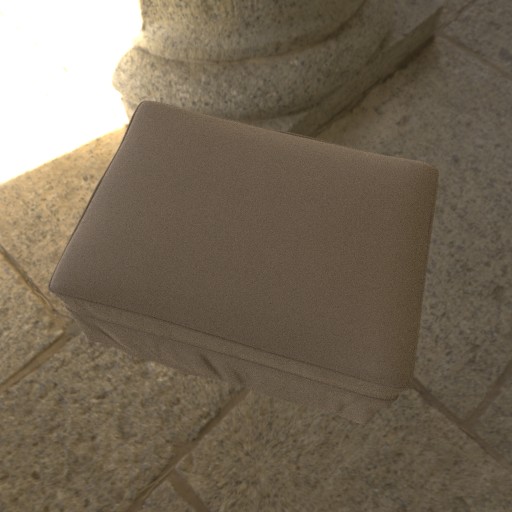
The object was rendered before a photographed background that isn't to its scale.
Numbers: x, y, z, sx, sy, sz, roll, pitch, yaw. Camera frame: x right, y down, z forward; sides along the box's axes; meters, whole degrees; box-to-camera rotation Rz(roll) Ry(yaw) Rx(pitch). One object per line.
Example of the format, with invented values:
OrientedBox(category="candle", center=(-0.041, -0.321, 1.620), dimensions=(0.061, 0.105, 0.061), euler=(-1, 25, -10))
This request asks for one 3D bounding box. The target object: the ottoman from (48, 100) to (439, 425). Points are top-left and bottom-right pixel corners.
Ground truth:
OrientedBox(category="ottoman", center=(0.000, 0.000, 1.330), dimensions=(0.959, 0.482, 0.721), euler=(14, 66, 7))
